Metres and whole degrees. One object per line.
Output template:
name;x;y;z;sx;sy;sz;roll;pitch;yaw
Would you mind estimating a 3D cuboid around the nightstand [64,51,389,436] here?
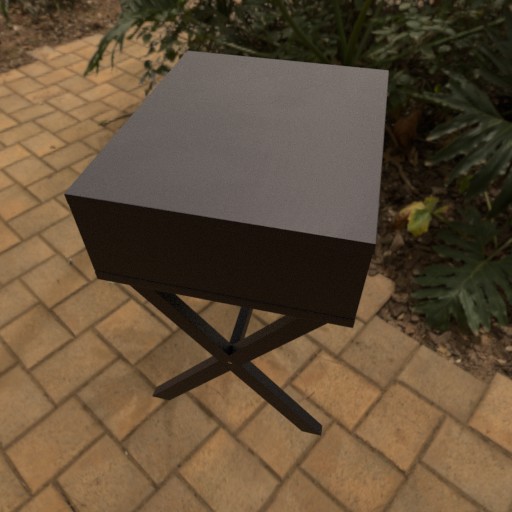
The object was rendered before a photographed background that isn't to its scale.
nightstand;0.000;0.000;0.931;0.402;0.623;0.479;10;47;9
